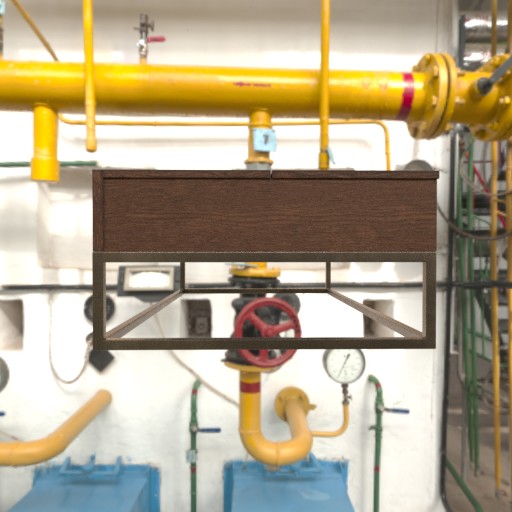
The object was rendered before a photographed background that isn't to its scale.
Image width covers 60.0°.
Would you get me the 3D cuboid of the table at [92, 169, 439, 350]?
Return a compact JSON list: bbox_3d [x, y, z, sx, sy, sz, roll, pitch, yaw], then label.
[{"bbox_3d":[0.000,0.000,1.473,0.719,0.361,1.167,0,1,-1],"label":"table"}]
